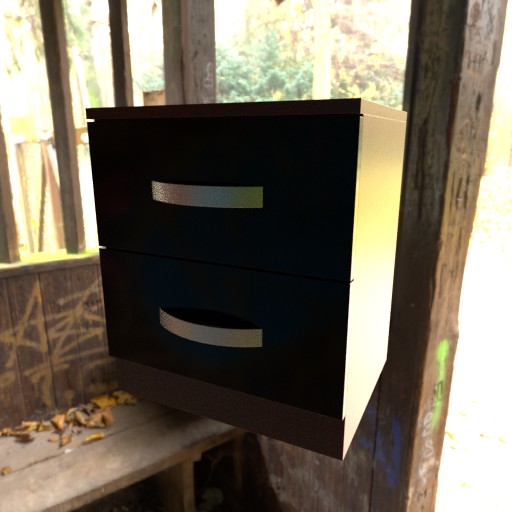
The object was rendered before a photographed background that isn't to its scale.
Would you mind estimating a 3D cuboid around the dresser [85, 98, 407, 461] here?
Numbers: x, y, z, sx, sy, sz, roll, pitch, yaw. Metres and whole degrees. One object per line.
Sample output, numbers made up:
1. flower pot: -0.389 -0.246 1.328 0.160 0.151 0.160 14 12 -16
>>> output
1. dresser: 0.000 0.000 0.750 0.400 0.470 0.360 7 17 25
